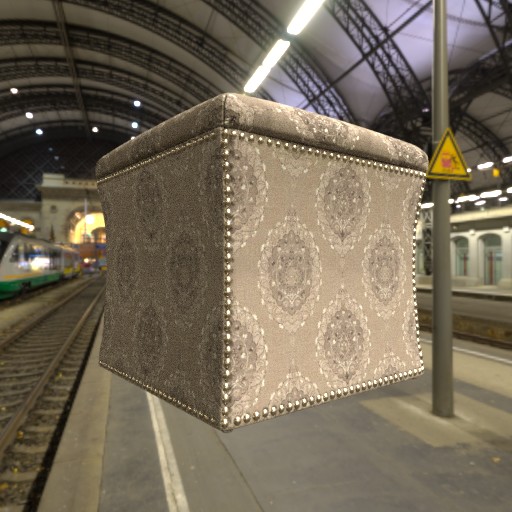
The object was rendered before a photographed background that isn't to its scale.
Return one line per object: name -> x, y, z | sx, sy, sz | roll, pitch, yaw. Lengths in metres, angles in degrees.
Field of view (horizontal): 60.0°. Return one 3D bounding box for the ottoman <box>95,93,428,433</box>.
ottoman -> 0.000, 0.000, 0.895 | 0.507, 0.473, 0.497 | 1, -1, -38
